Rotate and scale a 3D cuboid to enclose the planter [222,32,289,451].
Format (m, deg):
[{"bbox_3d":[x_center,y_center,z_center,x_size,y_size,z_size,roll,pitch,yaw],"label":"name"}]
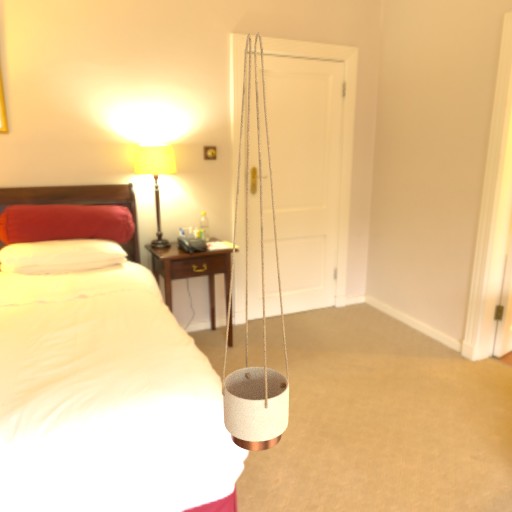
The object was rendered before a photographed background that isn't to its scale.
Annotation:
[{"bbox_3d":[0.000,0.000,0.911,0.146,0.841,0.146,7,16,27],"label":"planter"}]
